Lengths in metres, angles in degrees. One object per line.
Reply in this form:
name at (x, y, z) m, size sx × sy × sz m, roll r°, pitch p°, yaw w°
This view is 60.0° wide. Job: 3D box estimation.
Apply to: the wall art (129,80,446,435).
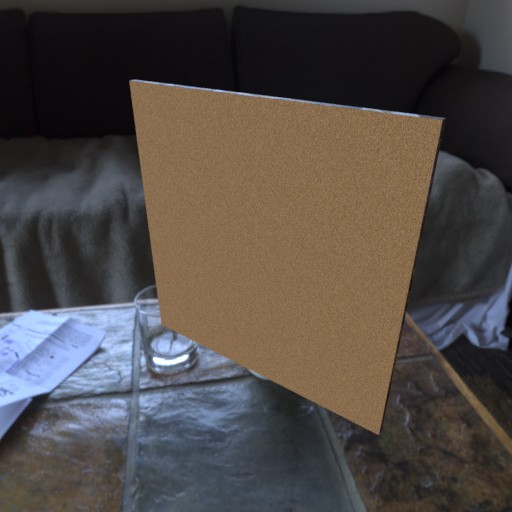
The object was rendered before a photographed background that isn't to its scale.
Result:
wall art at (0.000, 0.000, 0.589) m, size 0.404 × 0.406 × 0.010 m, roll 19°, pitch 35°, yaw 30°
